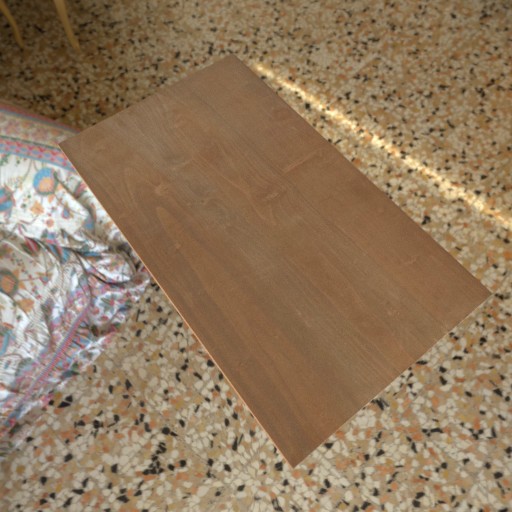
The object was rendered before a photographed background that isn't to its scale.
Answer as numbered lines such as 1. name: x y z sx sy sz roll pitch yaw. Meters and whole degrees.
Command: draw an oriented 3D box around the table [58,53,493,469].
1. table: 0.000 0.000 2.121 0.946 0.780 1.609 -34 68 -16
